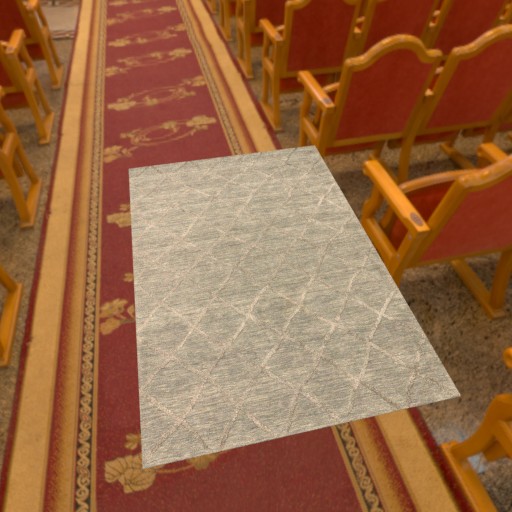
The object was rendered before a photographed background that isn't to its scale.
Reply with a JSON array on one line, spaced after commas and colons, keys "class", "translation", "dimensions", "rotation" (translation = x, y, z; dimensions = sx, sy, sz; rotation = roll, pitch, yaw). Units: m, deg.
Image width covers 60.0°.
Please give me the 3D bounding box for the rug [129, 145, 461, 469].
[{"class": "rug", "translation": [0.000, 0.000, 2.807], "dimensions": [1.521, 0.006, 2.283], "rotation": [-9, 47, -9]}]
